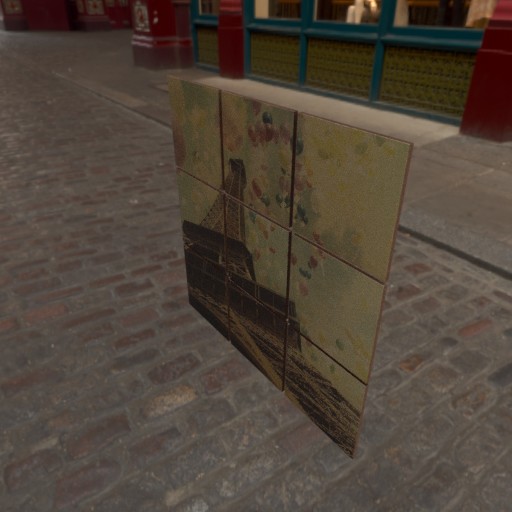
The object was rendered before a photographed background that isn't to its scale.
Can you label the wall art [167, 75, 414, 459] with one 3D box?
[{"bbox_3d":[0.000,0.000,1.834,0.017,1.246,1.256,-22,37,-31],"label":"wall art"}]
